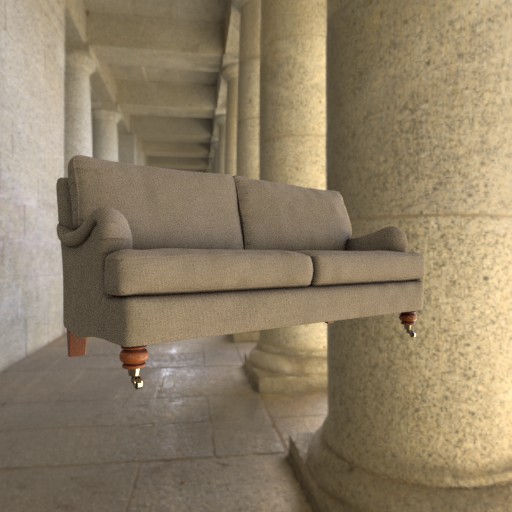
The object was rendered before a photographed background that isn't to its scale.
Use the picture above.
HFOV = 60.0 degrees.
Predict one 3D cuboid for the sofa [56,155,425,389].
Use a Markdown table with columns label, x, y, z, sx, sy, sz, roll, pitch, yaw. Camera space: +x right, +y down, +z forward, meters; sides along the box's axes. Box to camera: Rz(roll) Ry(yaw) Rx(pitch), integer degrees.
| label | x | y | z | sx | sy | sz | roll | pitch | yaw |
| --- | --- | --- | --- | --- | --- | --- | --- | --- | --- |
| sofa | 0.000 | 0.000 | 2.784 | 2.193 | 1.096 | 1.069 | 0 | 0 | -37 |
